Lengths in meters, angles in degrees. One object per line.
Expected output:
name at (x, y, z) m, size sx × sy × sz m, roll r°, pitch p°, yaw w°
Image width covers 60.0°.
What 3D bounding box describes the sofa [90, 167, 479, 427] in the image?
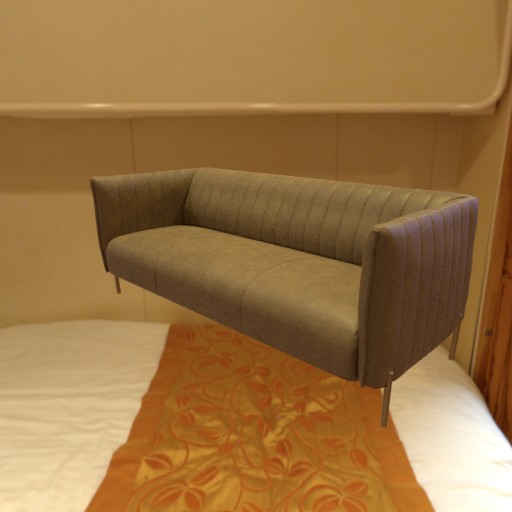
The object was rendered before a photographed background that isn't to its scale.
sofa at (0.000, 0.000, 2.376) m, size 1.980 × 0.779 × 0.876 m, roll 16°, pitch 23°, yaw 42°
